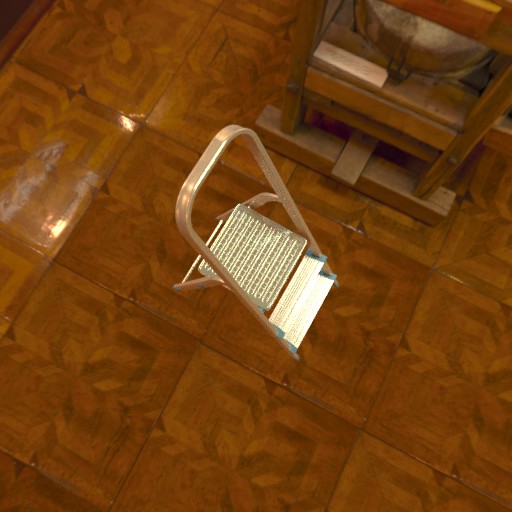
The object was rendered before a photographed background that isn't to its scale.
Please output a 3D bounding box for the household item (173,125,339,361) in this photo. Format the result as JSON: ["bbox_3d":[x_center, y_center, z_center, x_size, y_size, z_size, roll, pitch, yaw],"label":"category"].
[{"bbox_3d":[0.000,0.000,1.540,0.687,1.215,0.420,29,78,7],"label":"household item"}]
